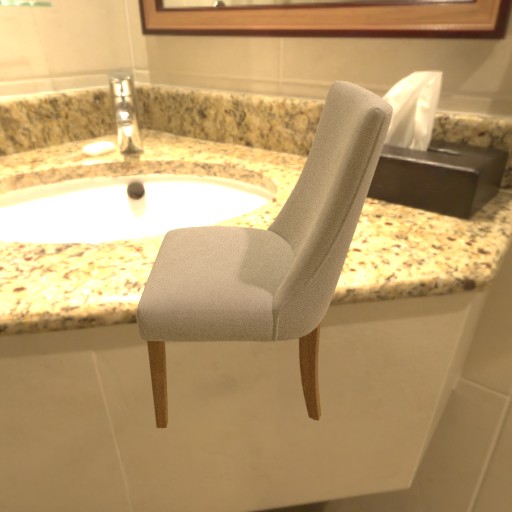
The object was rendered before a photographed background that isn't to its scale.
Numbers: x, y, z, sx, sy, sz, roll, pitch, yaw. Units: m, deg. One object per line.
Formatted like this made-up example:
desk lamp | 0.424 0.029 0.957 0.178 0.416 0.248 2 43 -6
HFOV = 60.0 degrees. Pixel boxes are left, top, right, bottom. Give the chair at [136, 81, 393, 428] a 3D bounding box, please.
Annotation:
chair | 0.000 0.000 1.280 0.610 0.902 0.495 0 28 -1
